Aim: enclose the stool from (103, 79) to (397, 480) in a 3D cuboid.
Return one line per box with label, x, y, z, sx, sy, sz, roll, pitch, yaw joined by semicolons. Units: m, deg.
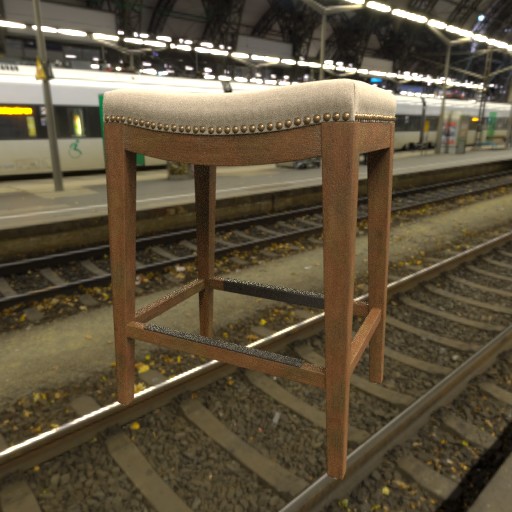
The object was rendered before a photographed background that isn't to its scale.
stool;0.000;0.000;0.934;0.508;0.660;0.356;8;18;25
